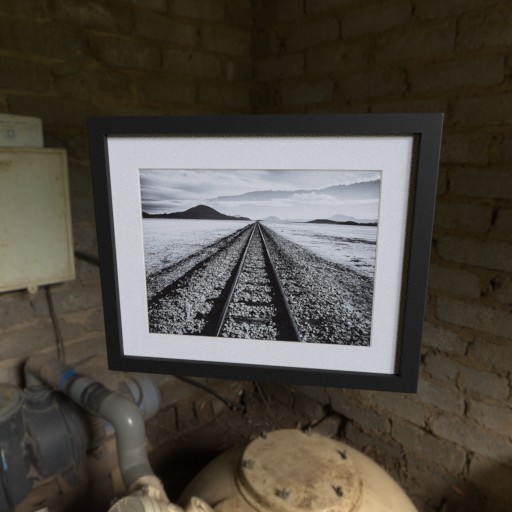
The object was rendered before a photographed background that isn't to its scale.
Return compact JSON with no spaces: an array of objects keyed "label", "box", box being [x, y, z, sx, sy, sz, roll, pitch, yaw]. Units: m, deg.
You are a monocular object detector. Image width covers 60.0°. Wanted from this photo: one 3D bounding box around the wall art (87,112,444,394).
[{"label":"wall art","box":[0.000,0.000,0.755,0.559,0.458,0.029,2,14,8]}]
